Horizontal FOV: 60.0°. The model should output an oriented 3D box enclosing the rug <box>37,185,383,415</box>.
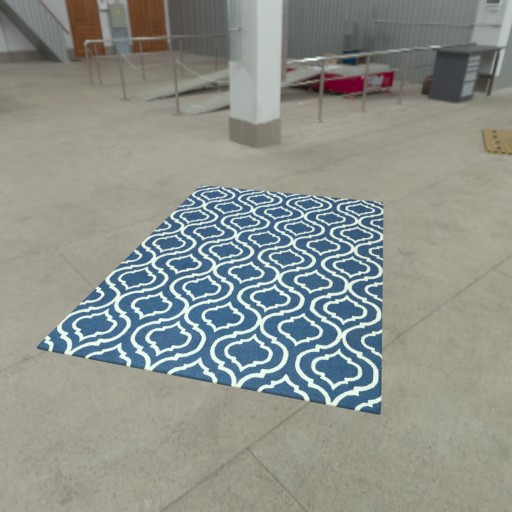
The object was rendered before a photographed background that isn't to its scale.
[{"bbox_3d":[0.000,0.000,2.747,1.524,0.010,2.134,7,30,12],"label":"rug"}]
